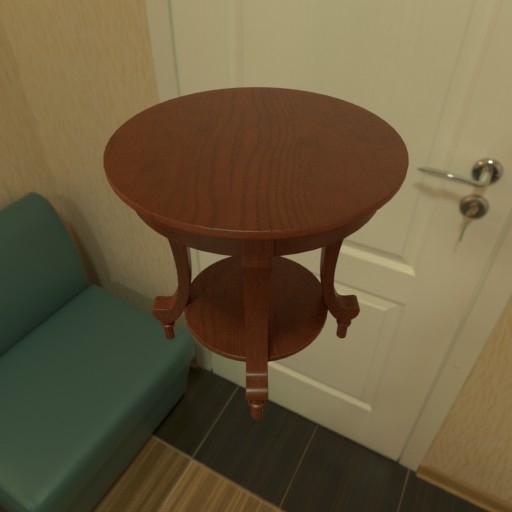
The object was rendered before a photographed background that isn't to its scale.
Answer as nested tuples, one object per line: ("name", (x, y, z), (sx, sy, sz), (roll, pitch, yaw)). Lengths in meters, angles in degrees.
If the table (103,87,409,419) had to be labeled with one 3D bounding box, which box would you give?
("table", (0.000, 0.000, 1.091), (0.597, 0.612, 0.597), (0, 41, 0))
